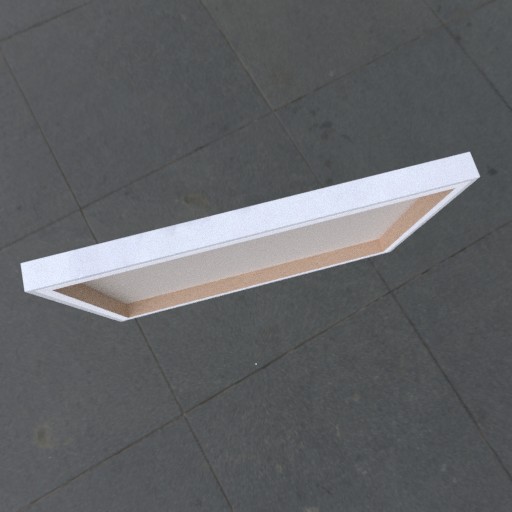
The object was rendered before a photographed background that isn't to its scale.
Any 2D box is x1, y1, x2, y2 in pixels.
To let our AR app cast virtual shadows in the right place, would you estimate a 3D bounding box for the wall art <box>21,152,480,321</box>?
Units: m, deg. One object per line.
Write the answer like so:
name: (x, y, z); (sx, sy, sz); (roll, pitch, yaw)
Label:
wall art: (0.000, 0.000, 0.775); (0.609, 0.407, 0.038); (-14, 77, -3)
